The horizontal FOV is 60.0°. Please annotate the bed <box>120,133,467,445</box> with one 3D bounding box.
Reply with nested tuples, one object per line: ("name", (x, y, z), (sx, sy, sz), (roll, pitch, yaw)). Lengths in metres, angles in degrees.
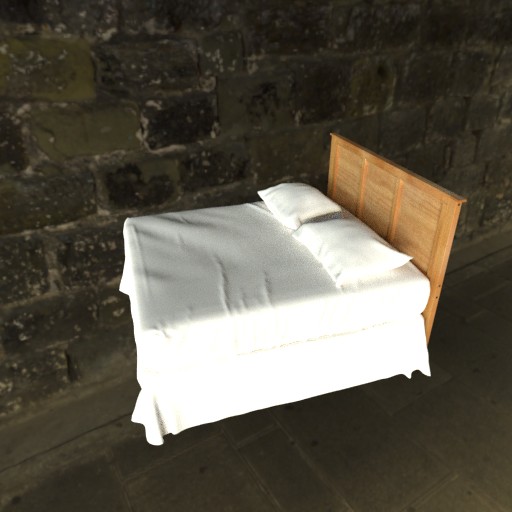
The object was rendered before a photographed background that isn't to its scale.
("bed", (0.000, 0.000, 3.253), (2.035, 1.273, 1.870), (-9, 30, -15))
